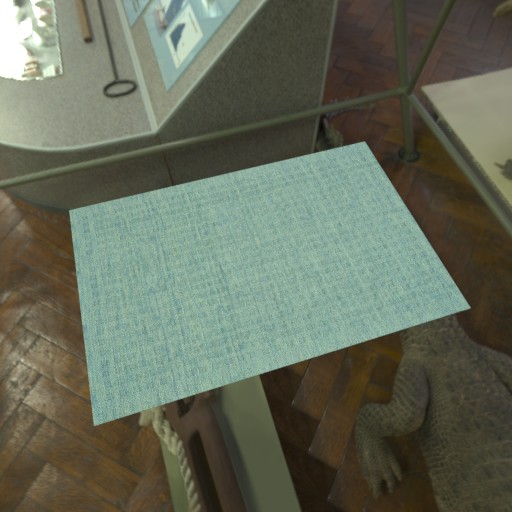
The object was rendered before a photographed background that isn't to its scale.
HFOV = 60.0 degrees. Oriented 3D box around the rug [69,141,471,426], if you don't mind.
[{"bbox_3d":[0.000,0.000,2.929,2.286,0.006,1.522,-15,59,-9],"label":"rug"}]
